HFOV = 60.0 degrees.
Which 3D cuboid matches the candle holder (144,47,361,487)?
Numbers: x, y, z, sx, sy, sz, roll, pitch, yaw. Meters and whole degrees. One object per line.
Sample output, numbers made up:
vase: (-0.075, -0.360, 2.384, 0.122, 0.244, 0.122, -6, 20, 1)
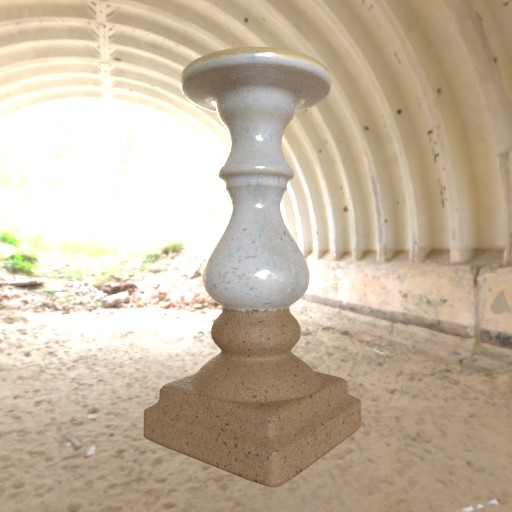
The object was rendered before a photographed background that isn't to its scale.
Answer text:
candle holder: (0.000, 0.000, 0.301, 0.110, 0.239, 0.110, 0, 0, 38)
